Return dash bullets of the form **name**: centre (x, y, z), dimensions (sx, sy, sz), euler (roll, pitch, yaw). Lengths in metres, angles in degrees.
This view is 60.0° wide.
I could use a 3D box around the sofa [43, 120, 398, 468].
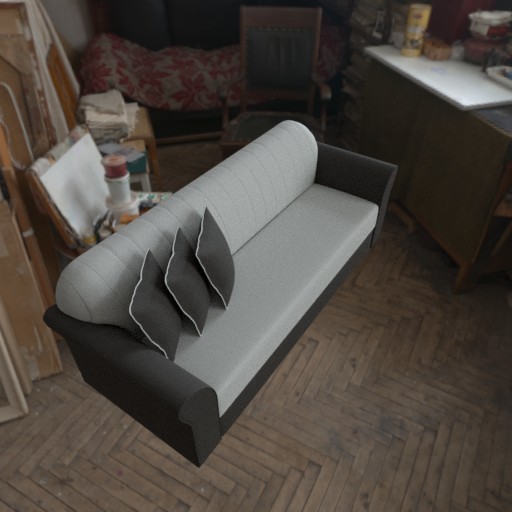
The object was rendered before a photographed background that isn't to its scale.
- **sofa**: centre (0.000, 0.000, 2.403), dimensions (0.755, 0.787, 2.001), euler (25, 47, 25)
